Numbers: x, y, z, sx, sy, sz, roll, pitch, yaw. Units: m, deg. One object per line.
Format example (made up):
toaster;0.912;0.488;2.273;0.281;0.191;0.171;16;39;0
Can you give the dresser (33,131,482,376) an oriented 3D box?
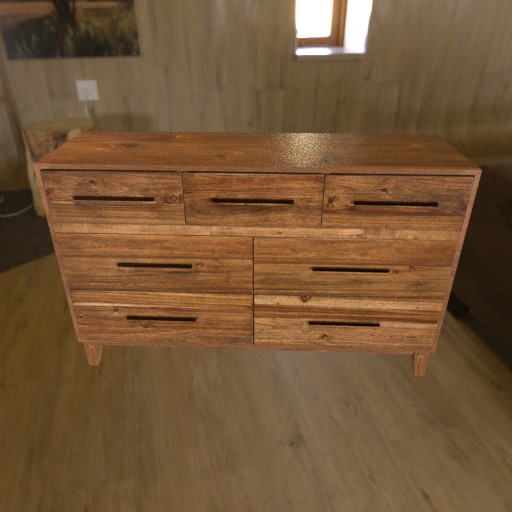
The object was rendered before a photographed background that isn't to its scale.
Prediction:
dresser;0.000;0.000;1.776;1.400;0.873;0.446;1;29;2
